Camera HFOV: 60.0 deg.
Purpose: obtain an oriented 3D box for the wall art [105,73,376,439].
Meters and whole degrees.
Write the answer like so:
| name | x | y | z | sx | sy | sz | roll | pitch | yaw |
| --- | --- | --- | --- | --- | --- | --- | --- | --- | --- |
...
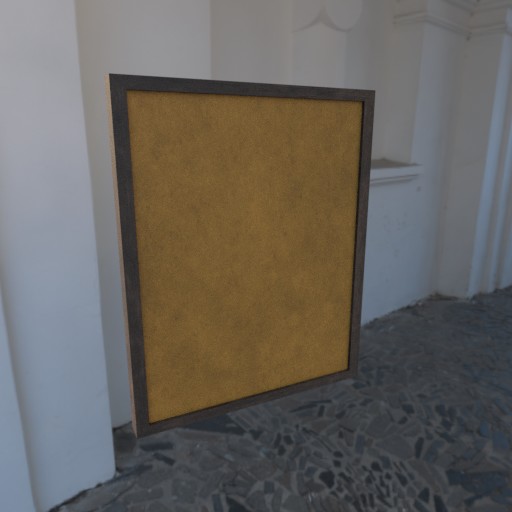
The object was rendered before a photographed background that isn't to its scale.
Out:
| name | x | y | z | sx | sy | sz | roll | pitch | yaw |
| --- | --- | --- | --- | --- | --- | --- | --- | --- | --- |
| wall art | 0.000 | 0.000 | 0.558 | 0.329 | 0.406 | 0.027 | -7 | 16 | -26 |
